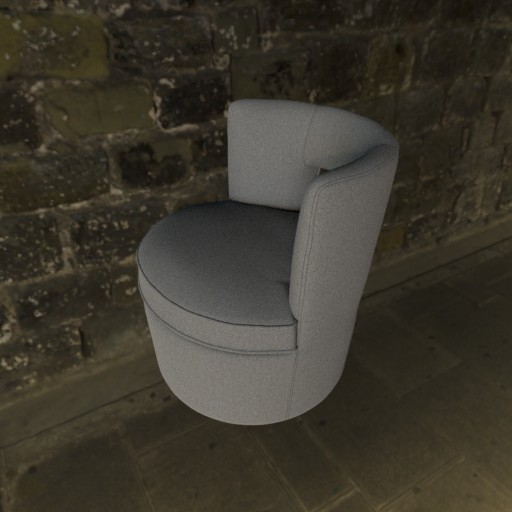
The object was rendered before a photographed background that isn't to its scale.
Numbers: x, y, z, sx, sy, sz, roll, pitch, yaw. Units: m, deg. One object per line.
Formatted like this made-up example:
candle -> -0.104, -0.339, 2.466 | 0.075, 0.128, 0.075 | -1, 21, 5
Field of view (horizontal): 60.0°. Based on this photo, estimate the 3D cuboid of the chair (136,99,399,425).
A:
chair -> 0.000, 0.000, 1.253 | 0.660, 0.719, 0.689 | -8, 32, -14
